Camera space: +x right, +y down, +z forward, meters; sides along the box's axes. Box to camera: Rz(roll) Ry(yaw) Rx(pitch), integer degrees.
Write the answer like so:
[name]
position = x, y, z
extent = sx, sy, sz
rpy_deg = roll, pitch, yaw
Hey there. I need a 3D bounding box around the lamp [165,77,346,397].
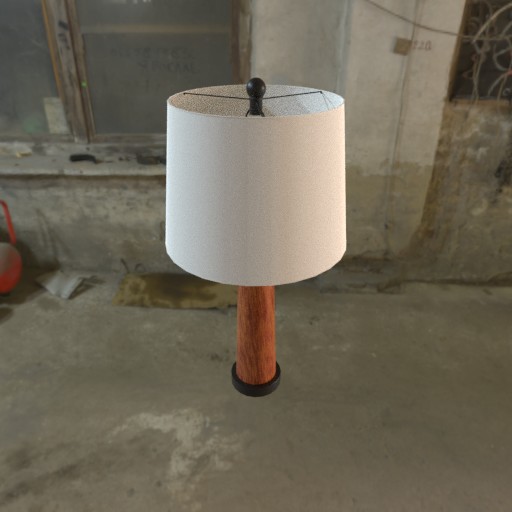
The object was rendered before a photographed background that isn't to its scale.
[lamp]
position = 0.000, 0.000, 0.886
extent = 0.349, 0.667, 0.349
rpy_deg = 0, 29, 0
